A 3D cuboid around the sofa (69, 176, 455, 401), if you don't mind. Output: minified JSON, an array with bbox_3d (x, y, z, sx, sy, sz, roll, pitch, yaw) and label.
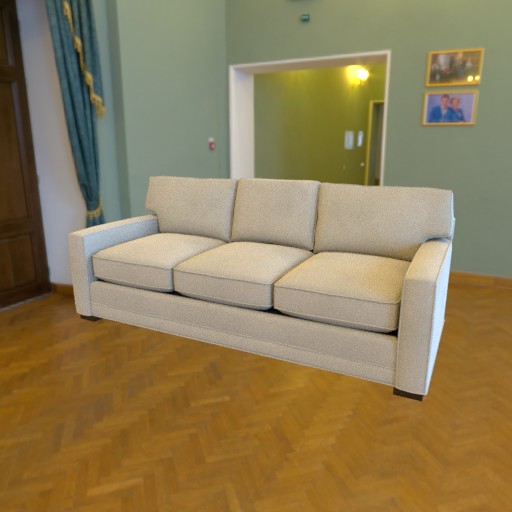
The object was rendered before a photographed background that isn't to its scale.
[{"bbox_3d":[0.000,0.000,2.638,2.088,0.862,0.935,7,16,26],"label":"sofa"}]
